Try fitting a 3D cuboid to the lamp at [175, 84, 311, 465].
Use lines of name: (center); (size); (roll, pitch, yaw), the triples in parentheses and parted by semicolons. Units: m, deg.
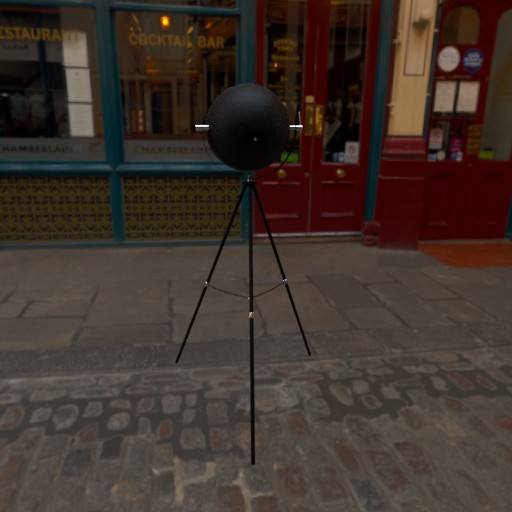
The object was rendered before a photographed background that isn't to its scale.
lamp: (0.000, 0.000, 2.053); (0.817, 1.512, 0.920); (-2, 15, -9)
